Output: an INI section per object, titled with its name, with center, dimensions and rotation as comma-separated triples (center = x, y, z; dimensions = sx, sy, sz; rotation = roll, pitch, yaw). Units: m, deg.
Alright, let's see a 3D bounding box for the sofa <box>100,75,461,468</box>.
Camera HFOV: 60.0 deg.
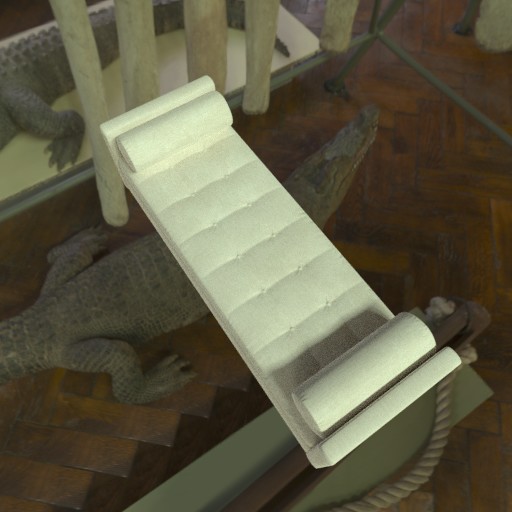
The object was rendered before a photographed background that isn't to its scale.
[sofa]
center = 0.000, 0.000, 2.332
dimensions = 0.686, 0.635, 1.981
rotation = -31, 67, -15
